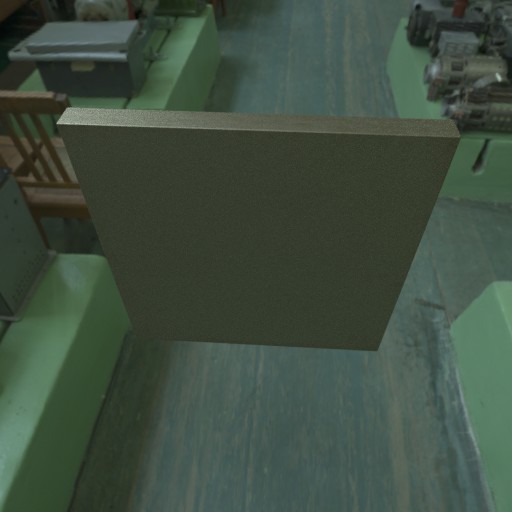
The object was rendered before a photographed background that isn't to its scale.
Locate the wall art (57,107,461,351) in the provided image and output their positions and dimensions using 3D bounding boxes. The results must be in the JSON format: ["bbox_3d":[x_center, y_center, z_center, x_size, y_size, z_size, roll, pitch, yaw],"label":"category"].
[{"bbox_3d":[0.000,0.000,0.749,0.503,0.506,0.040,3,48,2],"label":"wall art"}]
